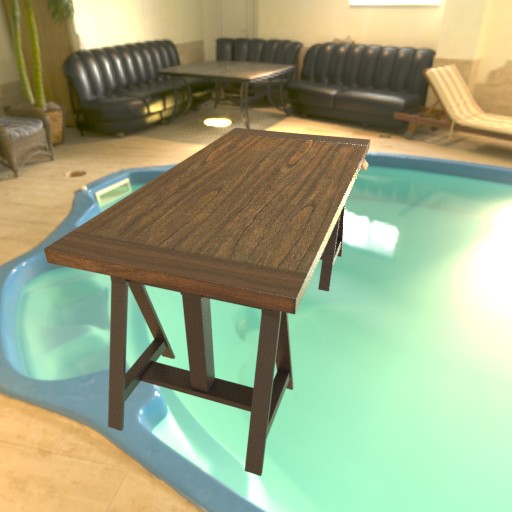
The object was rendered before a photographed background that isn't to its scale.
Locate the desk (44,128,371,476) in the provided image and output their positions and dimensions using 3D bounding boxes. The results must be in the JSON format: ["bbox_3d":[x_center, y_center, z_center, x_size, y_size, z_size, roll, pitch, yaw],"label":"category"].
[{"bbox_3d":[0.000,0.000,1.990,0.784,0.725,1.543,10,31,17],"label":"desk"}]
